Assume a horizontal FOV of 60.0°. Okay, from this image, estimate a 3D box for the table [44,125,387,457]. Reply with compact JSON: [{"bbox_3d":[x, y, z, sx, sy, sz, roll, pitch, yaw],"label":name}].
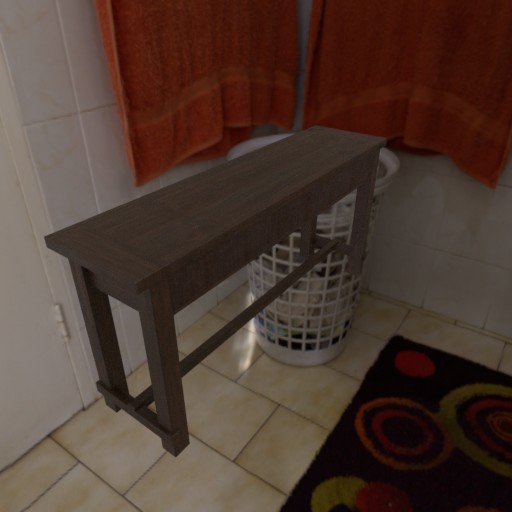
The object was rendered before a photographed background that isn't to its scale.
[{"bbox_3d":[0.000,0.000,1.961,0.442,0.762,1.599,21,37,31],"label":"table"}]
